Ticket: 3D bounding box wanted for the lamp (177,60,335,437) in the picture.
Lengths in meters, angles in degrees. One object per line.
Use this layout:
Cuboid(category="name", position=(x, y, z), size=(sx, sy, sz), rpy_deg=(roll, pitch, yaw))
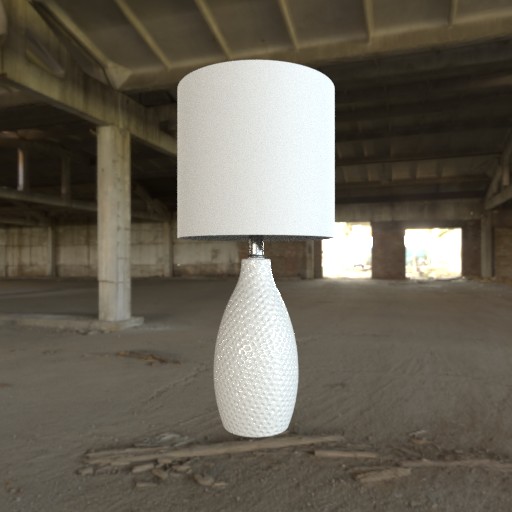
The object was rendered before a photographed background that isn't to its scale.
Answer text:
Cuboid(category="lamp", position=(0.000, 0.000, 0.614), size=(0.214, 0.466, 0.214), rpy_deg=(0, 0, 18))
